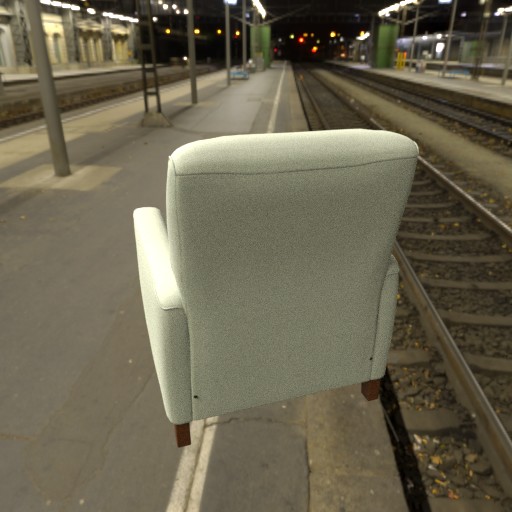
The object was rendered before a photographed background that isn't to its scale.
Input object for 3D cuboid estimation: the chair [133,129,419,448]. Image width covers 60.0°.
[{"bbox_3d":[0.000,0.000,1.658,0.853,1.007,0.846,-7,26,-16],"label":"chair"}]
